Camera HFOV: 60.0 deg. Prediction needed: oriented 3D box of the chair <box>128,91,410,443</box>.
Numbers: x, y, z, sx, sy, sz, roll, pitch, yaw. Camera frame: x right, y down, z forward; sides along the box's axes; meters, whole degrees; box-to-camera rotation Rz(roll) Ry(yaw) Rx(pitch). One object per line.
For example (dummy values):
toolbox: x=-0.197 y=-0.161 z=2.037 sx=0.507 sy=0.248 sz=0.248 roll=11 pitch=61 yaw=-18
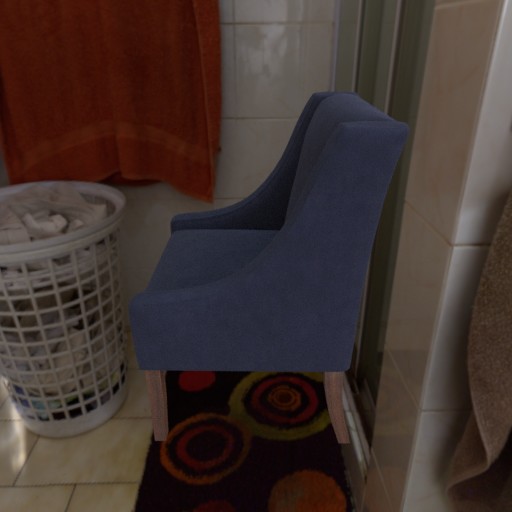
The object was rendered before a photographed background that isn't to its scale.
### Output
chair: x=0.000 y=0.000 z=1.344 sx=0.629 sy=0.895 sz=0.629 roll=0 pitch=26 yaw=1
